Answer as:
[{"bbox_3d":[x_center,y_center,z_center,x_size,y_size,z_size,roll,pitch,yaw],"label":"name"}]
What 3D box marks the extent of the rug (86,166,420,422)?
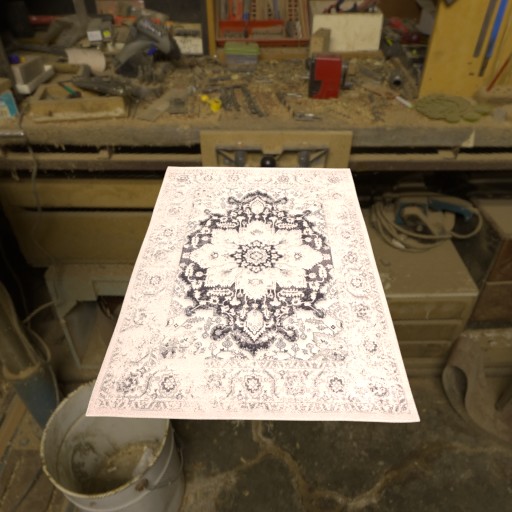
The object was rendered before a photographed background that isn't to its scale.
[{"bbox_3d":[0.000,0.000,2.295,1.223,0.008,1.813,1,41,1],"label":"rug"}]
